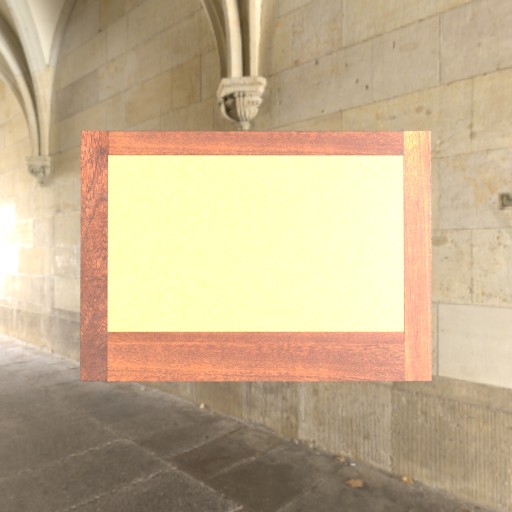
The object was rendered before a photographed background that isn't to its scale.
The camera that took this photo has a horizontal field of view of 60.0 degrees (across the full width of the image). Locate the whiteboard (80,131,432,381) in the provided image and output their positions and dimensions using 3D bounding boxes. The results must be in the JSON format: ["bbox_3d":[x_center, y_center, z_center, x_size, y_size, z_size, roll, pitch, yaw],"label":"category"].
[{"bbox_3d":[0.000,0.000,1.030,0.783,0.559,0.083,0,-1,0],"label":"whiteboard"}]
